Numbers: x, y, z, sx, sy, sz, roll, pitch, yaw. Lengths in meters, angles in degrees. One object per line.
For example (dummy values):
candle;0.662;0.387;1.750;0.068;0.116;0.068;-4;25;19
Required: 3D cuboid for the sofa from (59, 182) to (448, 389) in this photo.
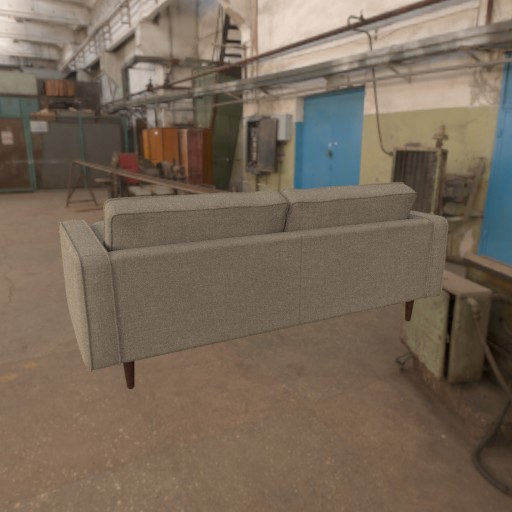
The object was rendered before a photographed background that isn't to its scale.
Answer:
sofa;0.000;0.000;2.372;1.879;0.762;0.914;-7;16;-26
